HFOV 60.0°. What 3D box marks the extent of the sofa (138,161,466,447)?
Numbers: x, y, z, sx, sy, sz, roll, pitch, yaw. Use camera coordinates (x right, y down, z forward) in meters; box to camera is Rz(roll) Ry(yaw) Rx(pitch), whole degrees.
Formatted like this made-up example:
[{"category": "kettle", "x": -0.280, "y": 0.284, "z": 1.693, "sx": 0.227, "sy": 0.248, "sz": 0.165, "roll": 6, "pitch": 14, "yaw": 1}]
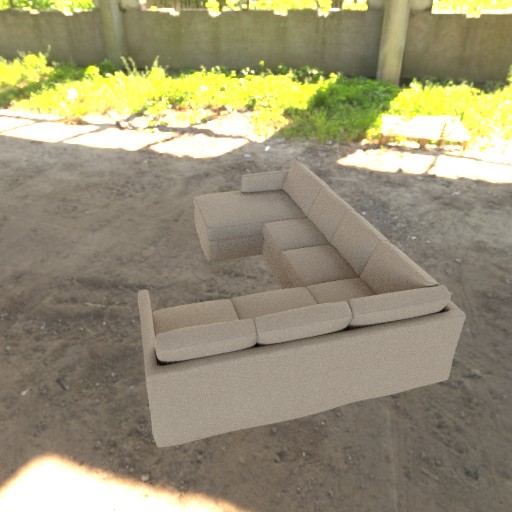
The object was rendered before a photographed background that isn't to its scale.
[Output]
[{"category": "sofa", "x": 0.000, "y": 0.000, "z": 4.674, "sx": 2.476, "sy": 0.878, "sz": 3.528, "roll": -8, "pitch": 31, "yaw": -13}]
